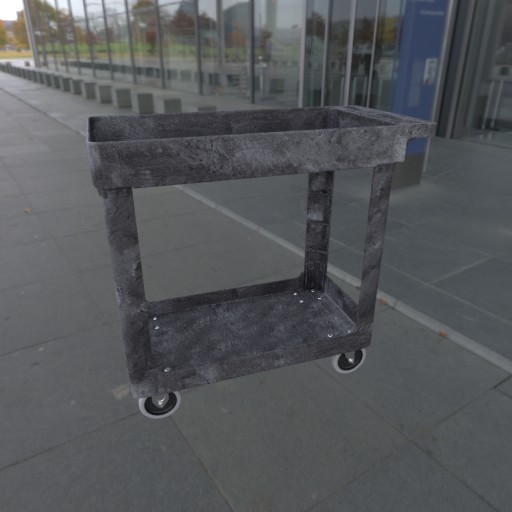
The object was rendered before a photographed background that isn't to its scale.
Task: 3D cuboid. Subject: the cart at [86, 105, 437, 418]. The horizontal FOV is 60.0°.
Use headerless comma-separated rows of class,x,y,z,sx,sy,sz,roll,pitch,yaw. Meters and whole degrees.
cart,0.000,0.000,1.385,0.877,0.824,0.420,-8,26,-17
